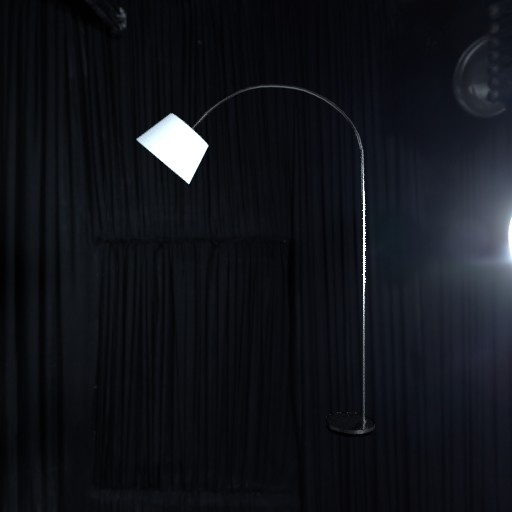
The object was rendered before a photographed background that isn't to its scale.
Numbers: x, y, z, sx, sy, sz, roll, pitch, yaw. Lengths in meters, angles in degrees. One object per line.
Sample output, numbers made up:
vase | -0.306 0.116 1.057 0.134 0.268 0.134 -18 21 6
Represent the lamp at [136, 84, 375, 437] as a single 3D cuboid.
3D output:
lamp | 0.000 0.000 2.711 1.445 2.098 0.406 0 0 0
